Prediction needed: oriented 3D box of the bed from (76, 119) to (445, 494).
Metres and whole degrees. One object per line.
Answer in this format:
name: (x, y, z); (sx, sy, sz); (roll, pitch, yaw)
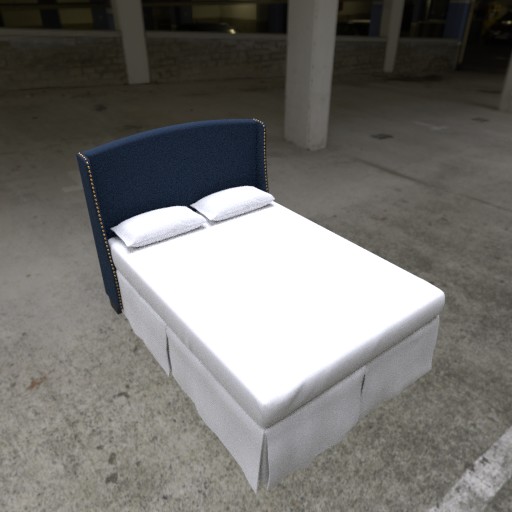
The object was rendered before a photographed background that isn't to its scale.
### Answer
bed: (0.000, 0.000, 3.150); (1.604, 1.402, 2.223); (-22, 38, -31)
